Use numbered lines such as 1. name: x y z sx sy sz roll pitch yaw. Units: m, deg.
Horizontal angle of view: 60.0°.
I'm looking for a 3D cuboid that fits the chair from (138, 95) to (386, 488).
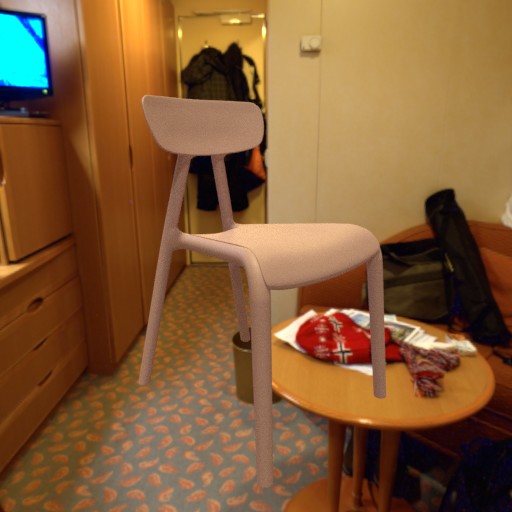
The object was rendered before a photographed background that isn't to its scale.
1. chair: 0.000 0.000 0.838 0.356 0.580 0.401 -14 21 -43
